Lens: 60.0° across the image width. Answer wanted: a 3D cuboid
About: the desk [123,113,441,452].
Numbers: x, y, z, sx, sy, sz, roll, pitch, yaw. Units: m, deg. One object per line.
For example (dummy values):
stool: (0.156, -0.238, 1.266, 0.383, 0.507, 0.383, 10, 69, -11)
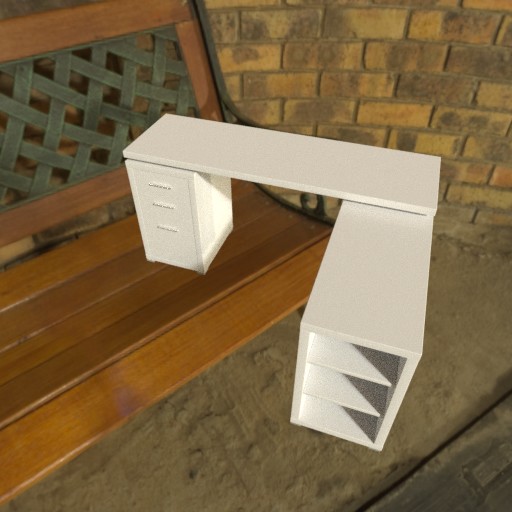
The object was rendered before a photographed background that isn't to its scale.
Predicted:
desk: (0.000, 0.000, 2.216, 1.524, 0.753, 1.200, 13, 44, 14)
